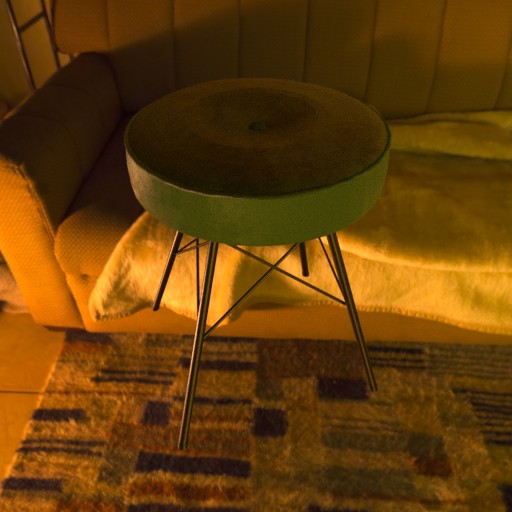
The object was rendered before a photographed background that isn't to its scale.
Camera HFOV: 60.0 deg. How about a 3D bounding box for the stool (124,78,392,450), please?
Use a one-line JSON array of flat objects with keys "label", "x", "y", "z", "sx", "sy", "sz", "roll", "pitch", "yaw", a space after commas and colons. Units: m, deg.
[{"label": "stool", "x": 0.000, "y": 0.000, "z": 0.901, "sx": 0.457, "sy": 0.595, "sz": 0.430, "roll": -12, "pitch": 42, "yaw": -13}]
